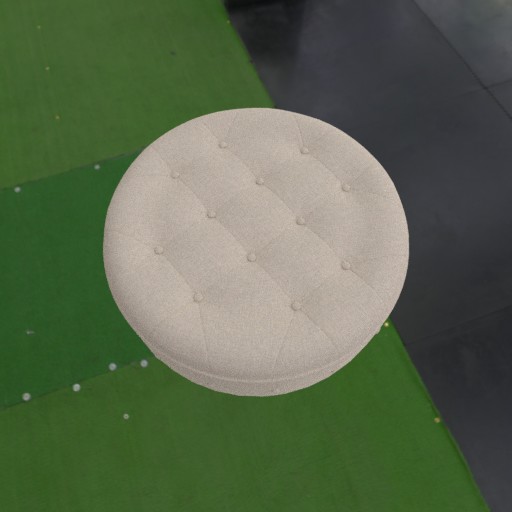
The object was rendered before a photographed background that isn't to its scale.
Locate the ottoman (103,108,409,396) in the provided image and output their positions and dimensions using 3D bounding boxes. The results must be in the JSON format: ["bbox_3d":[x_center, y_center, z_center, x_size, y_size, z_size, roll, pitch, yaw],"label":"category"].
[{"bbox_3d":[0.000,0.000,1.394,0.848,0.494,0.848,0,63,0],"label":"ottoman"}]
